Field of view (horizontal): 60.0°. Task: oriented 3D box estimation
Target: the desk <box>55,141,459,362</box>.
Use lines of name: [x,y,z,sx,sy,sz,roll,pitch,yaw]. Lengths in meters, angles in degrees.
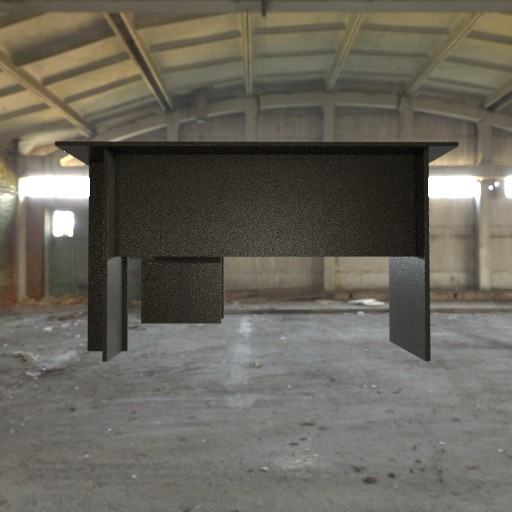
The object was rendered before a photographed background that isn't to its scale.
desk: [0.000,0.000,2.103,1.303,0.716,1.361,0,-1,0]
